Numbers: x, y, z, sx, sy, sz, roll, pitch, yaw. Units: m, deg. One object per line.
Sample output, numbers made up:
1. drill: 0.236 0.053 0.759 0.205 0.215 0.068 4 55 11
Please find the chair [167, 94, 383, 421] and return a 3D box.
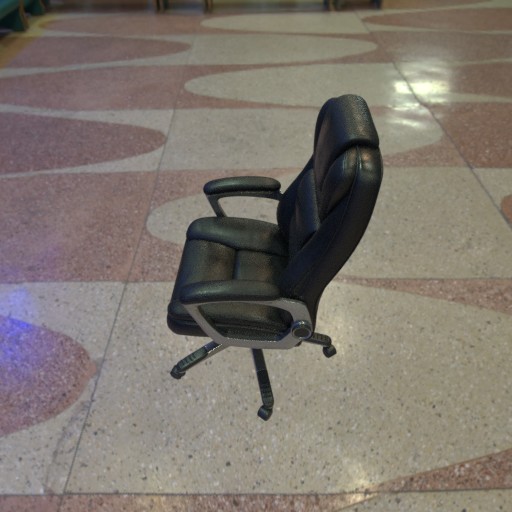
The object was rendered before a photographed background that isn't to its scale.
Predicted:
1. chair: 0.000 0.000 1.576 0.689 1.075 0.697 2 42 2
